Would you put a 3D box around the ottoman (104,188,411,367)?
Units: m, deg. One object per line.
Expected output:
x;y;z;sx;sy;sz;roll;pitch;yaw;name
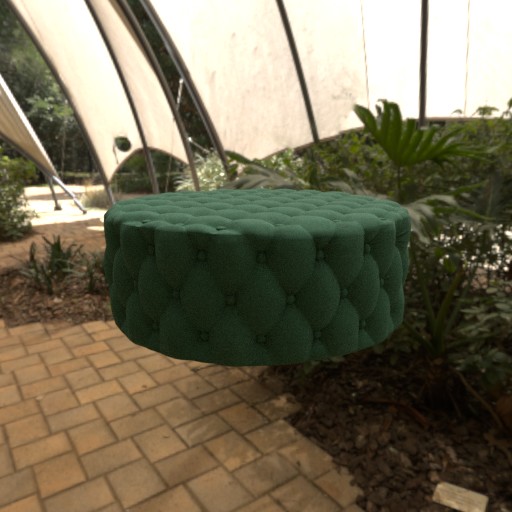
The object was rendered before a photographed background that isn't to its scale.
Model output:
0.000;0.000;1.529;0.998;0.399;0.998;0;14;0;ottoman
